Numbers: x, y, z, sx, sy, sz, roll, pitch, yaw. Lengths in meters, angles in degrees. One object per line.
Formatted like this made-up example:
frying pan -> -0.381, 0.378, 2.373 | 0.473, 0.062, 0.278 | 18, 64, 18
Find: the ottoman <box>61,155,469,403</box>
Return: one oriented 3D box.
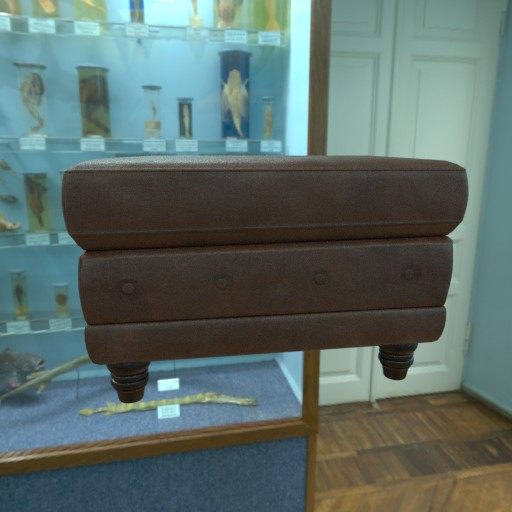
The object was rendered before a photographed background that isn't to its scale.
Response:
ottoman -> 0.000, 0.000, 1.152 | 0.795, 0.509, 0.588 | -2, 13, -9
